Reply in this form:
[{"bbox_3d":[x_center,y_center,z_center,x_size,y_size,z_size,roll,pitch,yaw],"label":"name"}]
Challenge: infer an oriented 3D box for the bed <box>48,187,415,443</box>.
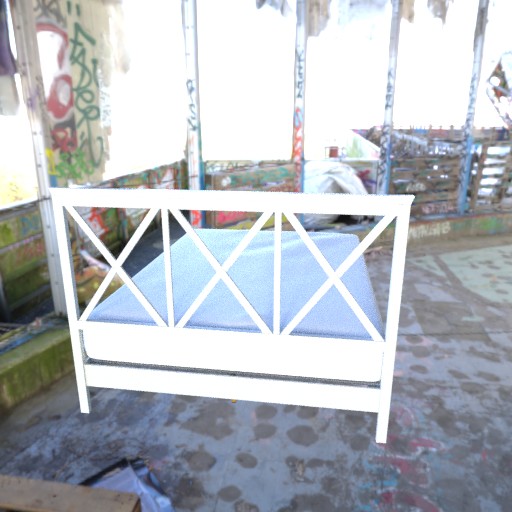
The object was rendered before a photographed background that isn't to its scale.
[{"bbox_3d":[0.000,0.000,3.173,1.673,1.253,2.135,3,17,8],"label":"bed"}]
